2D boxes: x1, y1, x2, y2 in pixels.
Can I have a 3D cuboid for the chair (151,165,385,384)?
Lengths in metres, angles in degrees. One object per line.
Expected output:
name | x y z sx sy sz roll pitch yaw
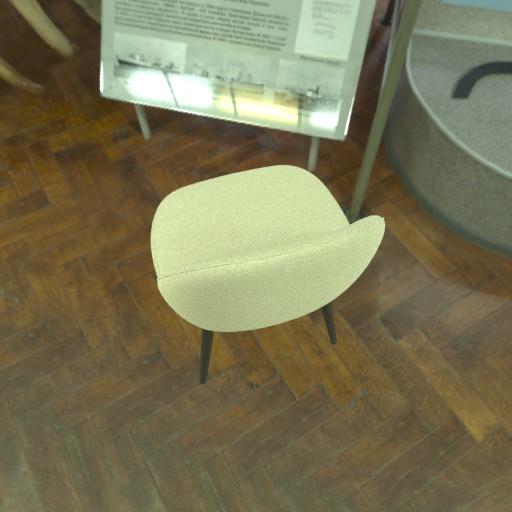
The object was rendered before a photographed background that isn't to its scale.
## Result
chair | 0.000 0.000 1.197 0.532 0.838 0.540 -15 60 -9
